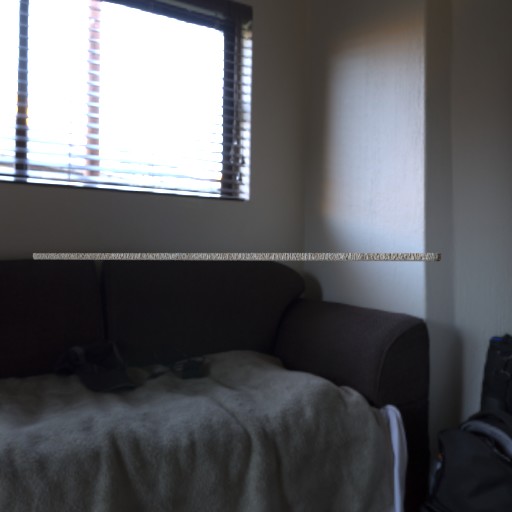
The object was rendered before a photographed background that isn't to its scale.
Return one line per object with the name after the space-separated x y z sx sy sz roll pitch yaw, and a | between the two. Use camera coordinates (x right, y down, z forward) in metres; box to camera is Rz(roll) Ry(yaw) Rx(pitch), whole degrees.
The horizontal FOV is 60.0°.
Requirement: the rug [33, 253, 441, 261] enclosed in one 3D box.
0.000 0.000 2.167 1.600 0.025 1.199 0 0 19 | rug
